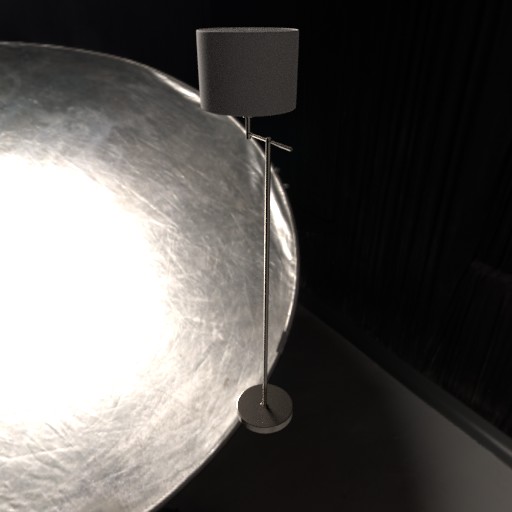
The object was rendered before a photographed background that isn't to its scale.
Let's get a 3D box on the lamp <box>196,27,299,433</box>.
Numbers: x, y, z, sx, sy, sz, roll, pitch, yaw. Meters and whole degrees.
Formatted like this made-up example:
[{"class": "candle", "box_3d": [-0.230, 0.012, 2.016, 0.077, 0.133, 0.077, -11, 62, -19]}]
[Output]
[{"class": "lamp", "box_3d": [0.000, 0.000, 1.761, 0.324, 1.600, 0.416, -19, 34, -30]}]
